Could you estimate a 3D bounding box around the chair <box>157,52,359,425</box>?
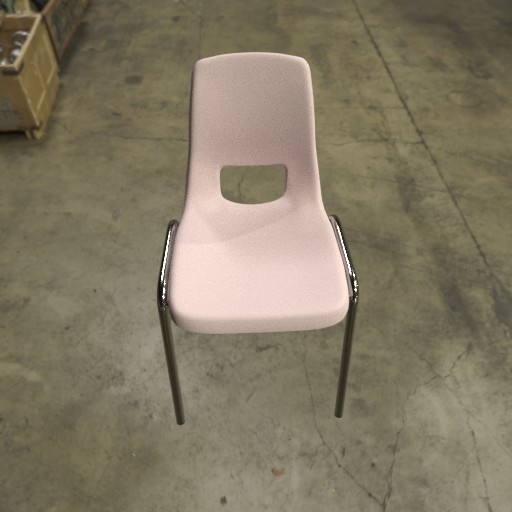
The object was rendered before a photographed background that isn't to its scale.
[{"bbox_3d":[0.000,0.000,0.914,0.381,0.653,0.436,-2,48,-2],"label":"chair"}]
